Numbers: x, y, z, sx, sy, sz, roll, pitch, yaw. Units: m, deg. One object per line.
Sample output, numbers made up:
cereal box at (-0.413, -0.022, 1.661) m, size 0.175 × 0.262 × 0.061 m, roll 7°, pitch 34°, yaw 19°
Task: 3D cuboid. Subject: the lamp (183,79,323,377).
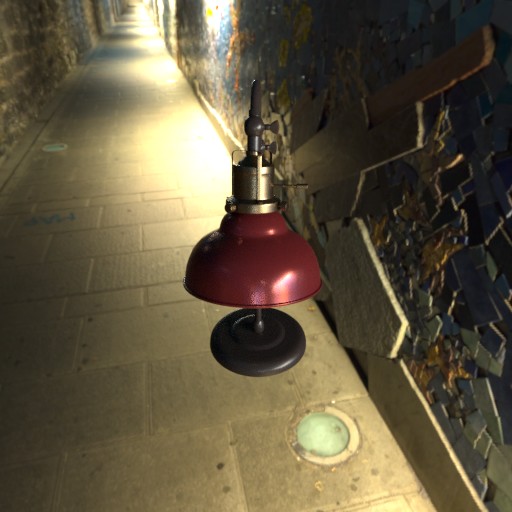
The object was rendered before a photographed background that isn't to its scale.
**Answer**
lamp at (0.000, 0.000, 0.680) m, size 0.192 × 0.508 × 0.374 m, roll 1°, pitch 31°, yaw 2°
